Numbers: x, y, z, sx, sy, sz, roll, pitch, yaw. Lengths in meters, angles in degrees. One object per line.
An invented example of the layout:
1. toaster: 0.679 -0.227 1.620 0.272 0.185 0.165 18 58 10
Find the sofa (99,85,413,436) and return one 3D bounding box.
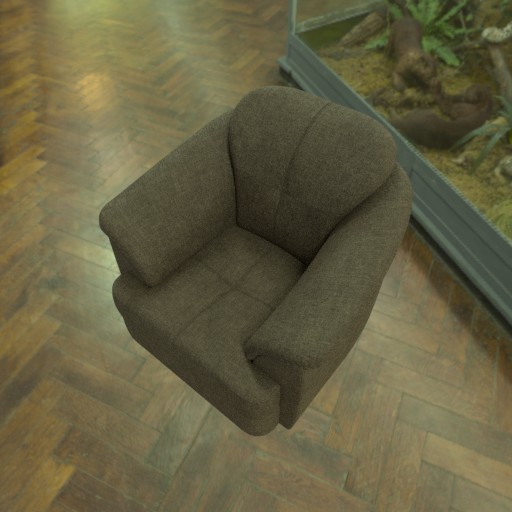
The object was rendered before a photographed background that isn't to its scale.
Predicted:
1. sofa: 0.000 0.000 1.488 0.870 0.811 0.794 31 55 25
